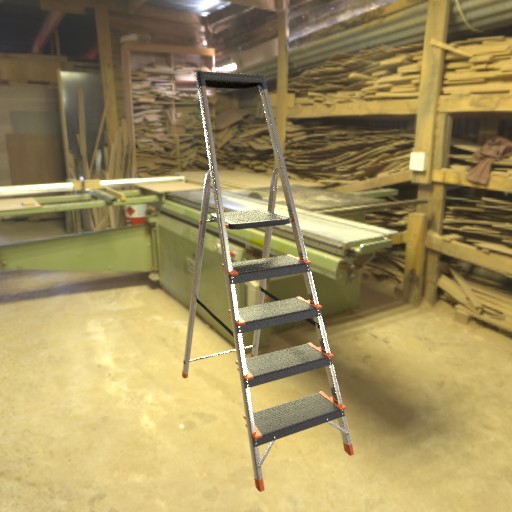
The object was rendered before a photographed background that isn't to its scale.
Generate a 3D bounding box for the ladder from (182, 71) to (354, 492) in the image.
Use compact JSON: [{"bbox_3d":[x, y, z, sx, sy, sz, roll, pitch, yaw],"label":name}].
[{"bbox_3d":[0.000,0.000,2.073,0.480,1.646,0.995,-8,17,-26],"label":"ladder"}]
